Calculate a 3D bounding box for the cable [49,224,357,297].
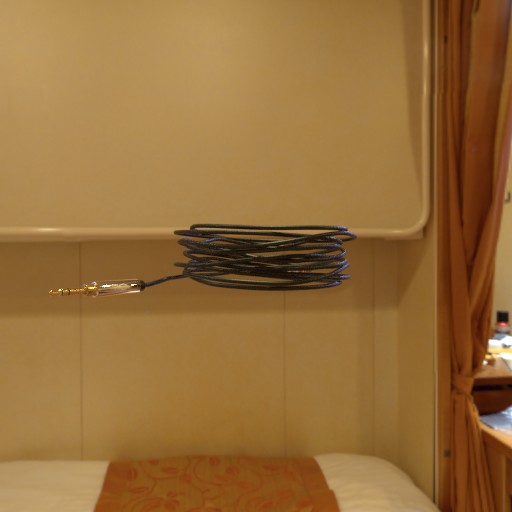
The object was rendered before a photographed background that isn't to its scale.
[{"bbox_3d":[0.000,0.000,0.493,0.198,0.069,0.432,1,2,38],"label":"cable"}]
